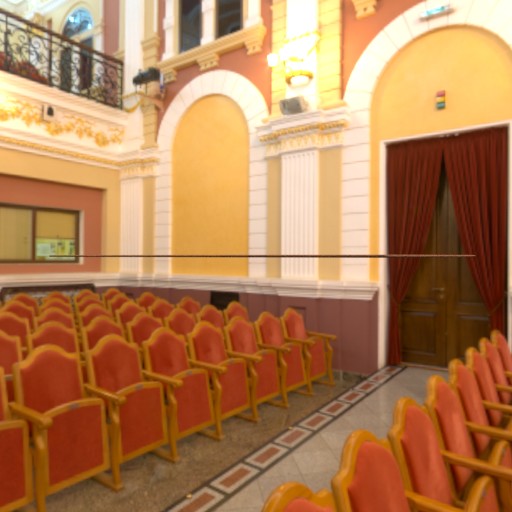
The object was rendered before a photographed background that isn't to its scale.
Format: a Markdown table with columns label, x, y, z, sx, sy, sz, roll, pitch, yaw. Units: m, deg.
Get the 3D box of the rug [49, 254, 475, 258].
| label | x | y | z | sx | sy | sz | roll | pitch | yaw |
| --- | --- | --- | --- | --- | --- | --- | --- | --- | --- |
| rug | 0.000 | 0.000 | 2.844 | 2.286 | 0.011 | 1.524 | 0 | 0 | 37 |
